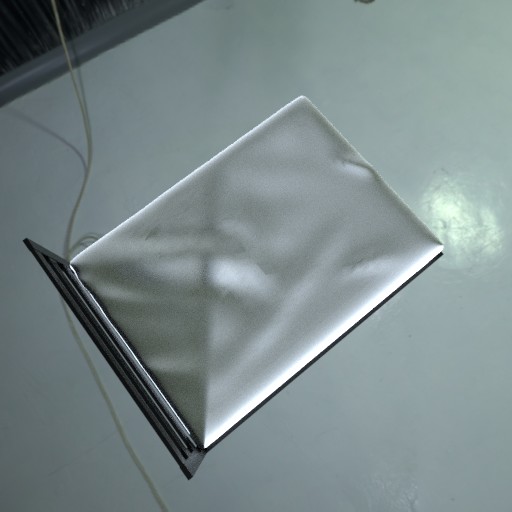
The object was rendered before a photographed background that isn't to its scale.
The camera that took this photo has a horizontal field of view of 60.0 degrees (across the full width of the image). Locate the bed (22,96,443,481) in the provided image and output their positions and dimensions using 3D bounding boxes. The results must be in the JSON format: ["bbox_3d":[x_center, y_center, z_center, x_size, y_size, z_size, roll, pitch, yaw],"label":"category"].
[{"bbox_3d":[0.000,0.000,2.886,2.062,0.967,1.524,-38,79,-9],"label":"bed"}]
